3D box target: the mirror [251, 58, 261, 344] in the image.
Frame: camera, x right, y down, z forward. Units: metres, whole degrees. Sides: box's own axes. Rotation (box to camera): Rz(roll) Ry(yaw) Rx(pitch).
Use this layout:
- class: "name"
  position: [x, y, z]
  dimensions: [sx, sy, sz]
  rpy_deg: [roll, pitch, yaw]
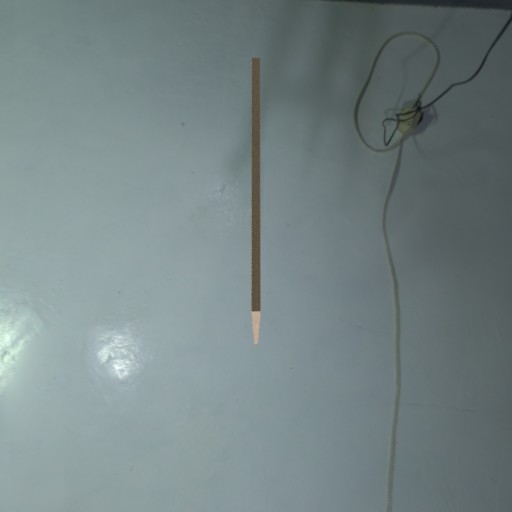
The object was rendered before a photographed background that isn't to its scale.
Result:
- class: "mirror"
  position: [0.000, 0.000, 2.313]
  dimensions: [0.026, 2.031, 0.812]
  rpy_deg: [0, 76, 0]
